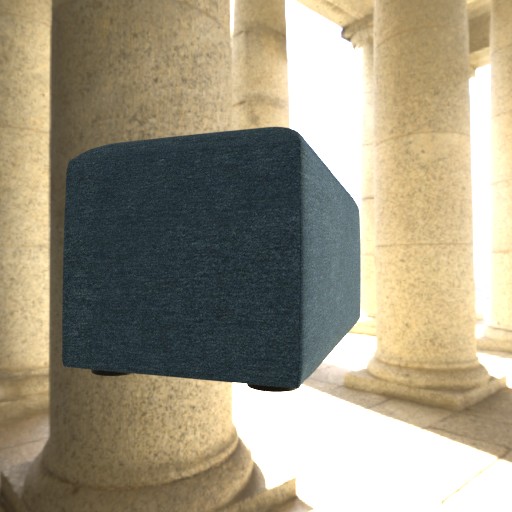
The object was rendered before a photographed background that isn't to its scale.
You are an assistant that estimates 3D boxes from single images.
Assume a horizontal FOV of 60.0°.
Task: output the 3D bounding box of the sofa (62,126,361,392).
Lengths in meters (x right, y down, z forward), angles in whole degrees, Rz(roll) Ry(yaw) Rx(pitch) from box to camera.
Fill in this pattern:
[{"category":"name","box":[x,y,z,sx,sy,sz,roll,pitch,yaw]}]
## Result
[{"category":"sofa","box":[0.000,0.000,1.200,0.480,0.470,0.930,0,-1,19]}]
